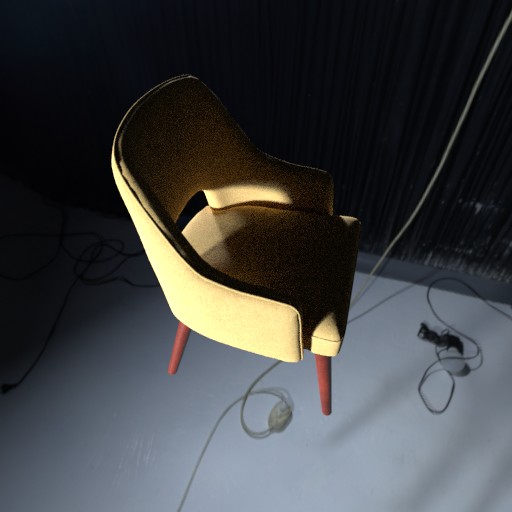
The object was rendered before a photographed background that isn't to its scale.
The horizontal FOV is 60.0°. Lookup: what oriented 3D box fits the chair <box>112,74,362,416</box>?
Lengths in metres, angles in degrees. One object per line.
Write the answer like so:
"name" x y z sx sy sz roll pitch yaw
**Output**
"chair" 0.000 0.000 1.272 0.605 0.849 0.548 11 48 10
